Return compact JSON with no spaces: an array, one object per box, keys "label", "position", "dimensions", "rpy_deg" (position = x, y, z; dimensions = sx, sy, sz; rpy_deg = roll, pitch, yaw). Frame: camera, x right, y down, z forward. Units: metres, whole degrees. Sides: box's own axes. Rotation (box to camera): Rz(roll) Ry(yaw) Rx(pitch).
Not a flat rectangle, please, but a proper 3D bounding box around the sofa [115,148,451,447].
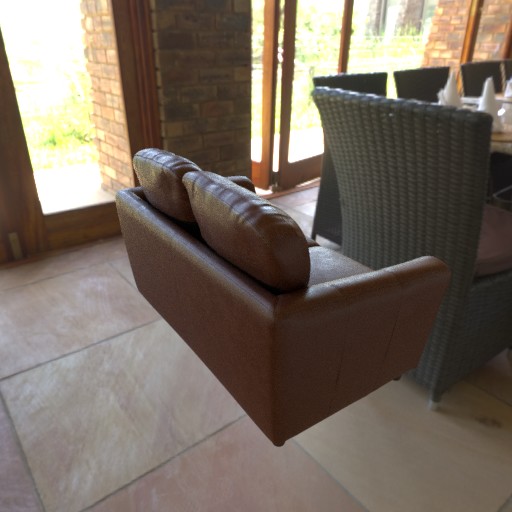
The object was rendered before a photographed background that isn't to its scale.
[{"label":"sofa","position":[0.000,0.000,1.979],"dimensions":[0.805,0.906,1.406],"rpy_deg":[-17,31,-31]}]
